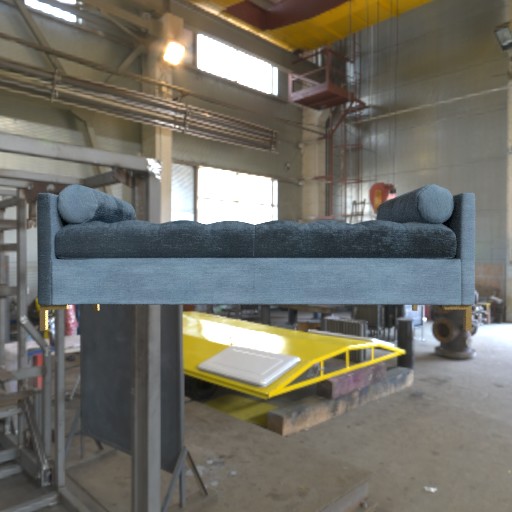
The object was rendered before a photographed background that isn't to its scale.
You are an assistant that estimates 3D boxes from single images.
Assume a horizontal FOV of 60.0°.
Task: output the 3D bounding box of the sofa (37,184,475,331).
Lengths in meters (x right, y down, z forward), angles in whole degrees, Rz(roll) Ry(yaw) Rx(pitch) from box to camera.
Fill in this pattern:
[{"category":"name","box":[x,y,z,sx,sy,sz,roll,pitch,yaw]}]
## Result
[{"category":"sofa","box":[0.000,0.000,2.474,2.102,0.705,0.796,0,1,0]}]
